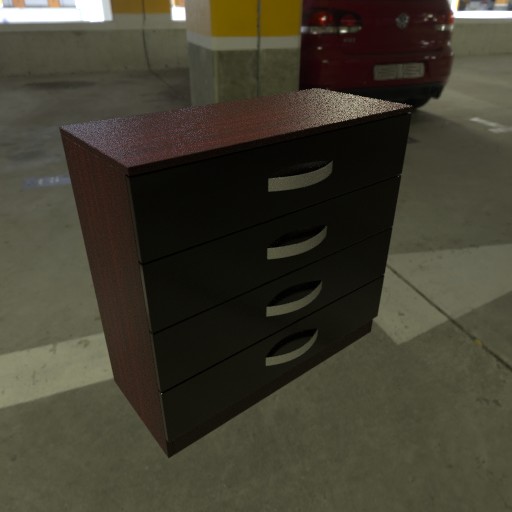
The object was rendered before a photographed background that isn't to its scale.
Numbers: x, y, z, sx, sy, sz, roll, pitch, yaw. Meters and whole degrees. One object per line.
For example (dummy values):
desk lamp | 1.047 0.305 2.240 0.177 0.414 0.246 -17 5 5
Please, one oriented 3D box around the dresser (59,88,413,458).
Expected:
dresser | 0.000 0.000 1.171 0.750 0.720 0.360 -22 36 -33
